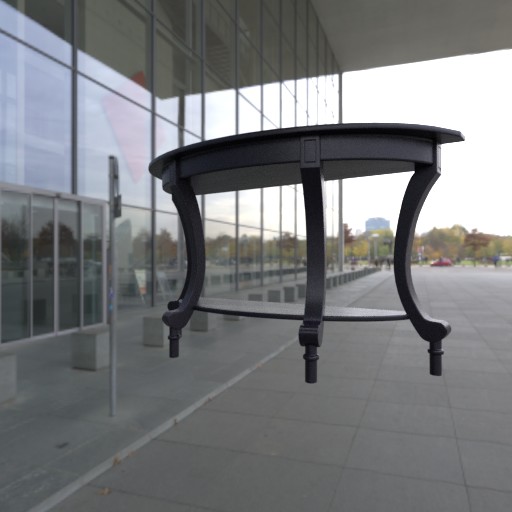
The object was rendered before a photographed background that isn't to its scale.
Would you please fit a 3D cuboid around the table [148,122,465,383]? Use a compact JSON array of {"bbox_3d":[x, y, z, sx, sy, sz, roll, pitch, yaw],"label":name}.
[{"bbox_3d":[0.000,0.000,1.460,1.198,0.692,0.394,0,0,35],"label":"table"}]
